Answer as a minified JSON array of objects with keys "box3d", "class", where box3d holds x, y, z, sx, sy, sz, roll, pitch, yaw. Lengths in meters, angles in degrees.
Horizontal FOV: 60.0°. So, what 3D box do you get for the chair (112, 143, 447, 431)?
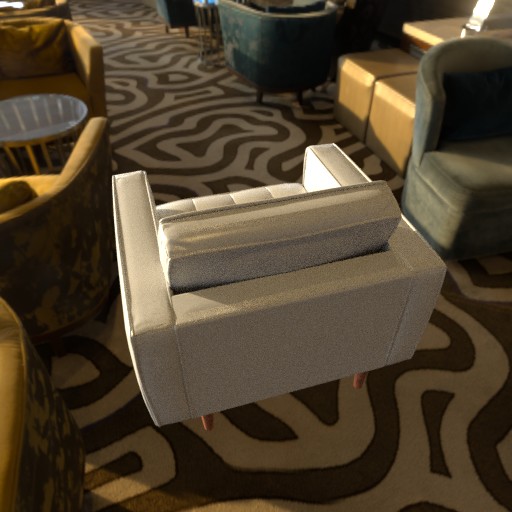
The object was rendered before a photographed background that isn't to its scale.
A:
[{"box3d":[0.000,0.000,1.570,0.928,0.773,0.843,-11,42,-12],"class":"chair"}]
